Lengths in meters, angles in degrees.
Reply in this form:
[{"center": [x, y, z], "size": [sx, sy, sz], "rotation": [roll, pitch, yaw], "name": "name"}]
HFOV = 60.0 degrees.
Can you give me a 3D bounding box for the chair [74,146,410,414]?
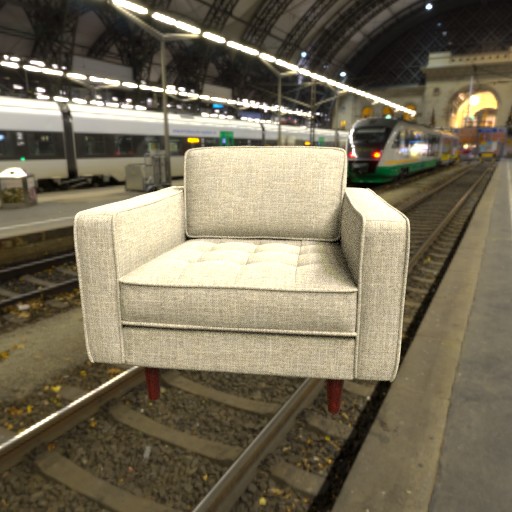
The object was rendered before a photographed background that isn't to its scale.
[{"center": [0.000, 0.000, 1.582], "size": [0.889, 0.765, 0.914], "rotation": [2, 14, 7], "name": "chair"}]
